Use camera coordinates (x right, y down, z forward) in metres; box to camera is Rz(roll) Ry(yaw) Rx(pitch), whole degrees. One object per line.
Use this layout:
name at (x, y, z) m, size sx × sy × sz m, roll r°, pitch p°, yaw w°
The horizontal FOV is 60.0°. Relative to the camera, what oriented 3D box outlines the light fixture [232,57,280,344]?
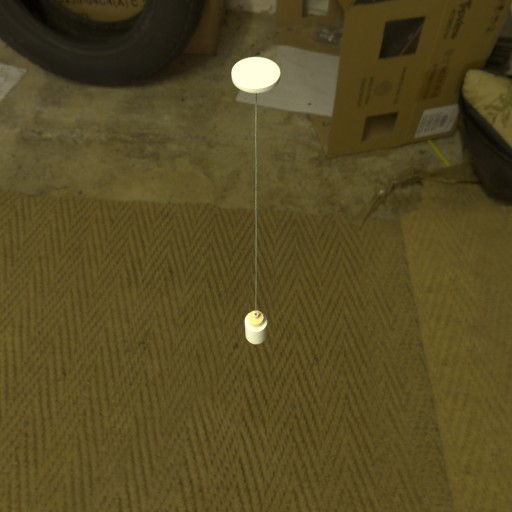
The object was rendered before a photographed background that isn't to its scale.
light fixture at (0.000, 0.000, 1.897) m, size 0.125 × 1.798 × 0.125 m, roll -14°, pitch 60°, yaw -8°
